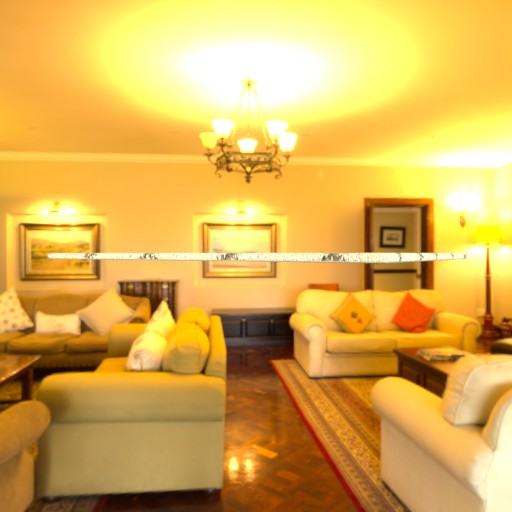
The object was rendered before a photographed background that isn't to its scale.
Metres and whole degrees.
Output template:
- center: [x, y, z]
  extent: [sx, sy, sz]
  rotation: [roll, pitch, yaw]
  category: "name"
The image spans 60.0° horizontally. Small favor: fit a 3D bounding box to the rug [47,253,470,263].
- center: [0.000, 0.000, 2.250]
  extent: [1.778, 0.030, 1.219]
  rotation: [0, 0, 36]
  category: "rug"
